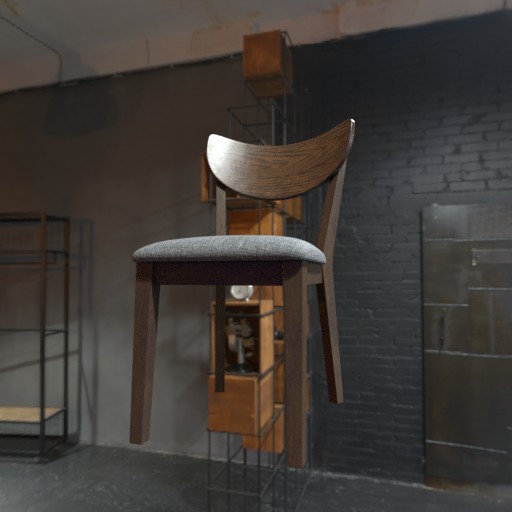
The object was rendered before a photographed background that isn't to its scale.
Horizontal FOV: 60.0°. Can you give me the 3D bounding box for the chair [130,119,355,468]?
[{"bbox_3d":[0.000,0.000,1.210,0.491,0.849,0.583,-1,-3,19],"label":"chair"}]
